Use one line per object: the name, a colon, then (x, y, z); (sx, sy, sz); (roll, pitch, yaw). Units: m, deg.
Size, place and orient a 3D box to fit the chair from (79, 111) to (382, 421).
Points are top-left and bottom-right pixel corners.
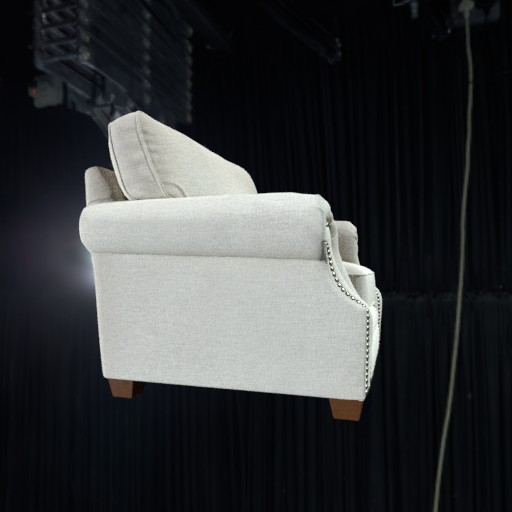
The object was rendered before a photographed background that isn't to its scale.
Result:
chair: (0.000, 0.000, 1.815); (0.965, 0.961, 1.092); (0, -2, 18)
